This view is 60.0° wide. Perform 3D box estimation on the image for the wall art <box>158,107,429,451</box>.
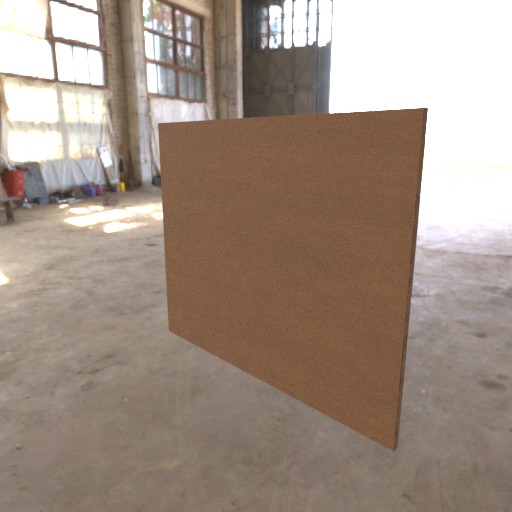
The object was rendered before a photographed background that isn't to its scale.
[{"bbox_3d":[0.000,0.000,0.684,0.010,0.408,0.508,-13,19,-42],"label":"wall art"}]
